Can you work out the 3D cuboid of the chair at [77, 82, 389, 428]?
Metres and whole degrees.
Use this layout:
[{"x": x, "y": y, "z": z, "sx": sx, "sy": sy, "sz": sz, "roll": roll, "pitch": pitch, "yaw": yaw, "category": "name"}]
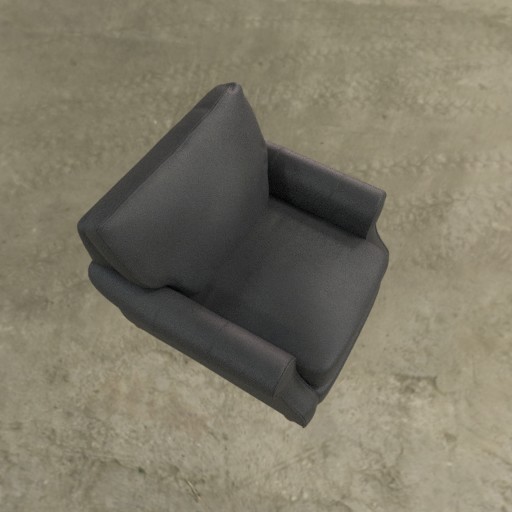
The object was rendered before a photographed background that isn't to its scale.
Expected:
[{"x": 0.000, "y": 0.000, "z": 1.804, "sx": 1.027, "sy": 0.960, "sz": 1.015, "roll": 31, "pitch": 63, "yaw": 18, "category": "chair"}]
